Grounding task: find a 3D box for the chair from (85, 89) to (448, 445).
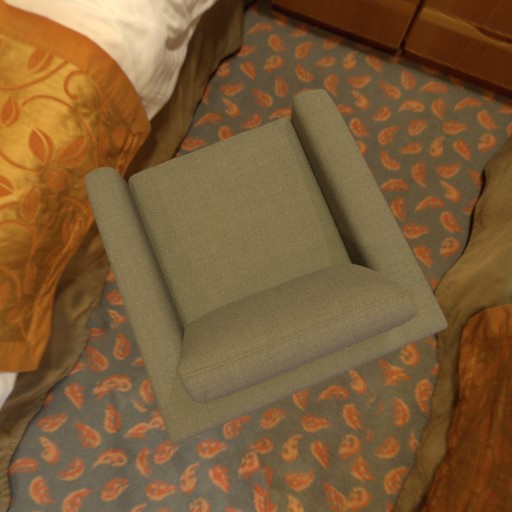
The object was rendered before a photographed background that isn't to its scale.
[{"bbox_3d":[0.000,0.000,1.831,1.070,0.847,1.100,-22,77,-5],"label":"chair"}]
